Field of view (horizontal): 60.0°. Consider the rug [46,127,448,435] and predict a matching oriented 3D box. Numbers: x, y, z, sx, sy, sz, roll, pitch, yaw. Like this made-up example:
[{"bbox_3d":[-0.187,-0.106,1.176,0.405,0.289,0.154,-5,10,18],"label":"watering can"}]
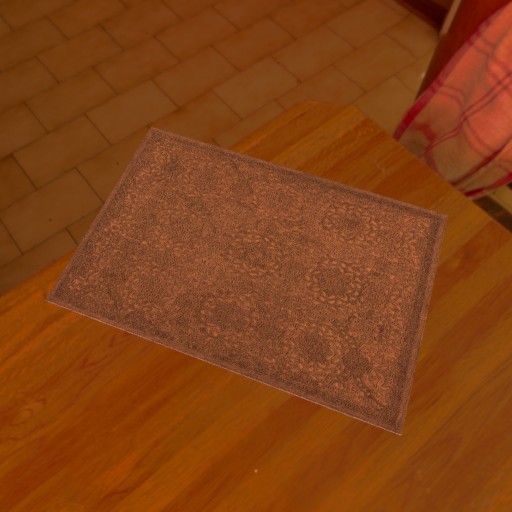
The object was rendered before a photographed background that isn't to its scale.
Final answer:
[{"bbox_3d":[0.000,0.000,2.348,1.819,0.012,1.208,18,66,9],"label":"rug"}]
